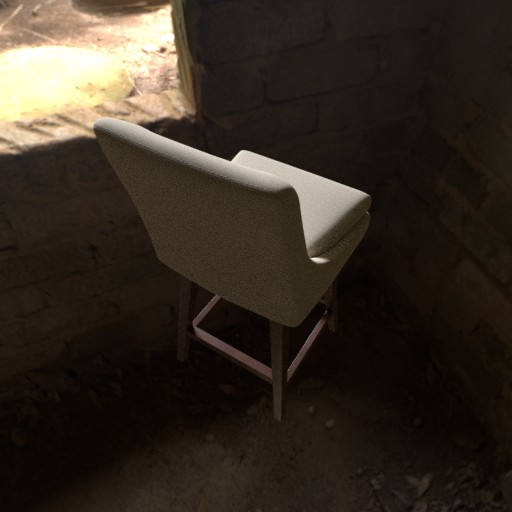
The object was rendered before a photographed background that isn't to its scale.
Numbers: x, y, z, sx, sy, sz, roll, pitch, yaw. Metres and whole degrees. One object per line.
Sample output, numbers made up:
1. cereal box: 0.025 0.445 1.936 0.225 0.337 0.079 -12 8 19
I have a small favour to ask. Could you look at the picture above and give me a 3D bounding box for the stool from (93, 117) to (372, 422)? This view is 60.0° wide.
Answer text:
1. stool: 0.000 0.000 1.292 0.483 0.991 0.559 25 51 22
